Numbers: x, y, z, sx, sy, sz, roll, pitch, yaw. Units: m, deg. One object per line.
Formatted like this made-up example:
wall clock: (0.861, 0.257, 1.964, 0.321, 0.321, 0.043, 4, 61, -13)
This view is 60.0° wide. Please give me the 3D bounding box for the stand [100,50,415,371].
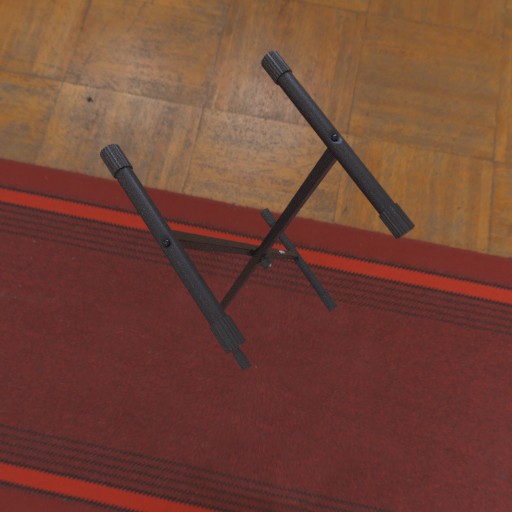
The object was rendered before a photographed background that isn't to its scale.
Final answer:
stand: (0.000, 0.000, 1.174, 0.409, 0.940, 0.449, -33, 78, -8)
